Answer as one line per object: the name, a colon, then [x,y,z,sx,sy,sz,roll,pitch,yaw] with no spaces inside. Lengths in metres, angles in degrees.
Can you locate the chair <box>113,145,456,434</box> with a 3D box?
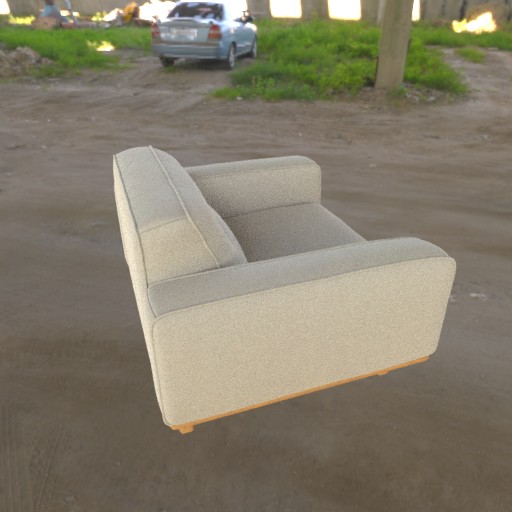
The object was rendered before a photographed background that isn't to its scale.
chair: [0.000,0.000,1.738,0.953,0.779,1.115,-10,32,-17]
